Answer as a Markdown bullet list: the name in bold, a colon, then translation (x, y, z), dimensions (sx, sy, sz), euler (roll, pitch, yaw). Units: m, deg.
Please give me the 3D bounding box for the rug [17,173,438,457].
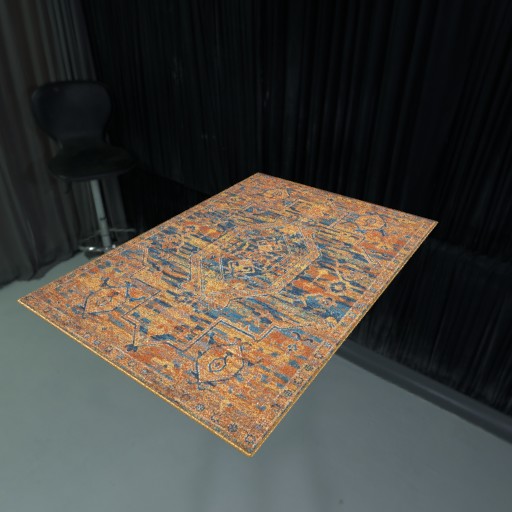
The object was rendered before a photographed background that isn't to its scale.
- **rug**: translation (0.000, 0.000, 3.603), dimensions (2.043, 0.019, 2.916), euler (21, 38, 30)
